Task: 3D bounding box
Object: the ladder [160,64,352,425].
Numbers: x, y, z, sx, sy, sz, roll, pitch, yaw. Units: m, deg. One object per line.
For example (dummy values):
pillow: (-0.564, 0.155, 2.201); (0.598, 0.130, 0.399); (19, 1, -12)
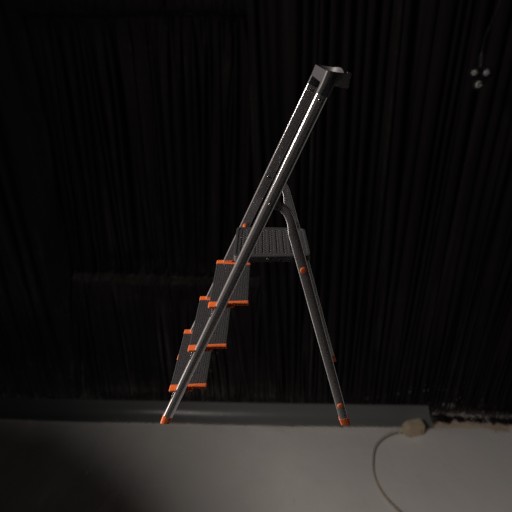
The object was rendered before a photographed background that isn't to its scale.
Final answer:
ladder: (0.000, 0.000, 1.819); (0.834, 1.429, 0.452); (0, 27, 1)
